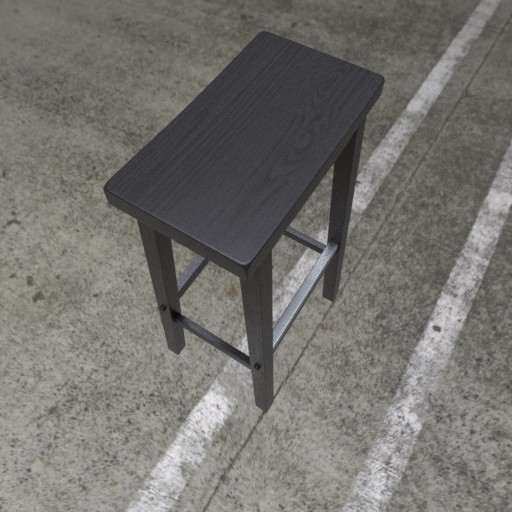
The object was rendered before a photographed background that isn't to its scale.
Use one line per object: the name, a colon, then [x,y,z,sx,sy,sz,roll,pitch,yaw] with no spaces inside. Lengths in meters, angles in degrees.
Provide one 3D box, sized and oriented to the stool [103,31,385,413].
stool: [0.000,0.000,0.960,0.322,0.742,0.406,29,64,16]
